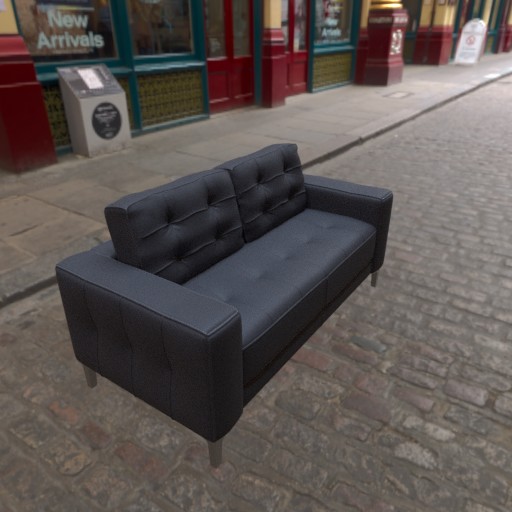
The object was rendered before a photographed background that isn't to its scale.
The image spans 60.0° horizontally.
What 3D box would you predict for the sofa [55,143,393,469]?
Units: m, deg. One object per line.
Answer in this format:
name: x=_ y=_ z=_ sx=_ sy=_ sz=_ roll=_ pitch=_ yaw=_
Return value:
sofa: x=0.000 y=0.000 z=2.269 sx=0.833 sy=0.893 sz=1.726 roll=17 pitch=32 yaw=30
